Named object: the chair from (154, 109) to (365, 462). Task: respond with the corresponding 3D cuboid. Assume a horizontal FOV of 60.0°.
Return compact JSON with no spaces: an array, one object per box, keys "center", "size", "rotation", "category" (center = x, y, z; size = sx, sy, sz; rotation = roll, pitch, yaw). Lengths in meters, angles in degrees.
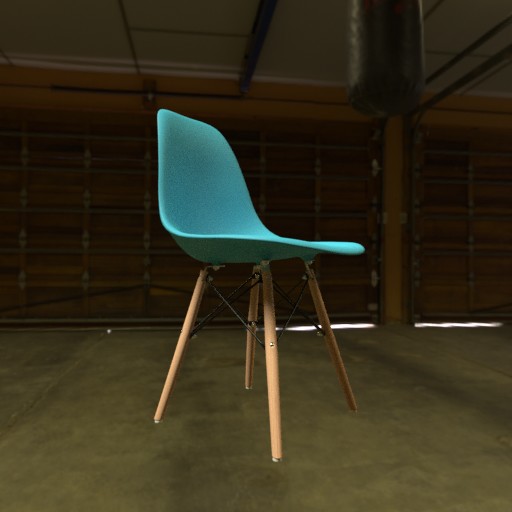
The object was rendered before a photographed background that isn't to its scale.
[{"center":[0.000,0.000,1.149],"size":[0.531,0.826,0.470],"rotation":[0,-1,37],"category":"chair"}]
